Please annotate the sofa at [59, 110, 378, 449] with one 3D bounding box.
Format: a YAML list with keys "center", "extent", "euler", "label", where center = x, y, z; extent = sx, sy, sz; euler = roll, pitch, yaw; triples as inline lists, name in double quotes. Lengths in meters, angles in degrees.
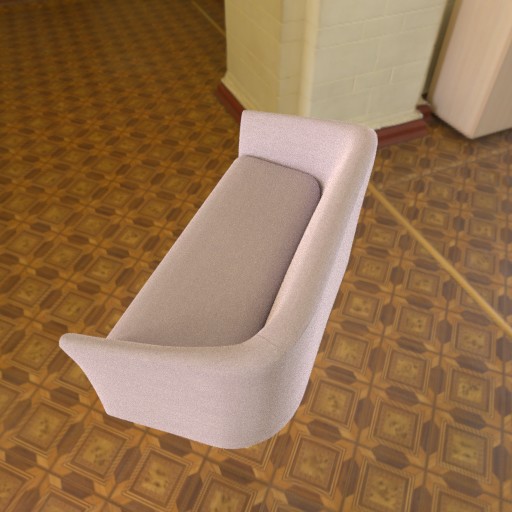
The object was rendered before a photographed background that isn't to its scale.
- center: [0.000, 0.000, 1.830]
  extent: [0.705, 0.721, 1.452]
  euler: [16, 49, 14]
  label: "sofa"
